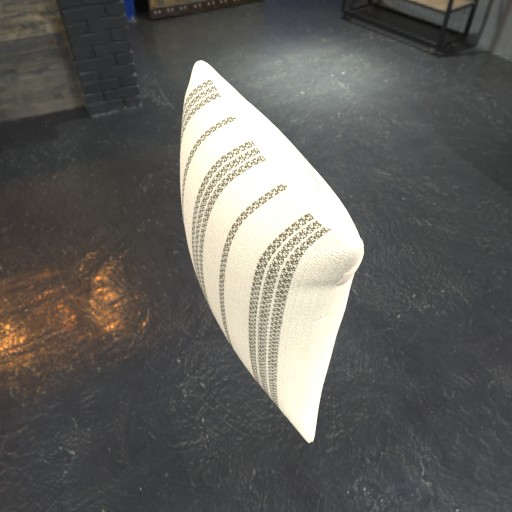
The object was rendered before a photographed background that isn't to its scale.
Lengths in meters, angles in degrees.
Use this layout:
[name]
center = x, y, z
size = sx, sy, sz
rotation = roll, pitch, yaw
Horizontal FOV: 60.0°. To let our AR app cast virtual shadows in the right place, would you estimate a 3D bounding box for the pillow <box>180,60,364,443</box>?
[pillow]
center = 0.000, 0.000, 0.632
size = 0.173, 0.406, 0.405
rotation = -18, 49, -16
